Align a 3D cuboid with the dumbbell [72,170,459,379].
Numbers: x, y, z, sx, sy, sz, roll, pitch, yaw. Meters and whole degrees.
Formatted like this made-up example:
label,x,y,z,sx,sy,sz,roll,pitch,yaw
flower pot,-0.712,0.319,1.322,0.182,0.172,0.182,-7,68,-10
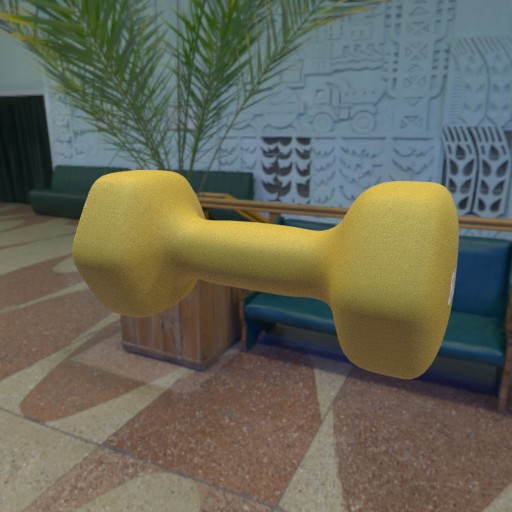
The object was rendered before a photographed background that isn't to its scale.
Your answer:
label,x,y,z,sx,sy,sz,roll,pitch,yaw
dumbbell,0.000,0.000,0.230,0.190,0.082,0.090,8,17,26
